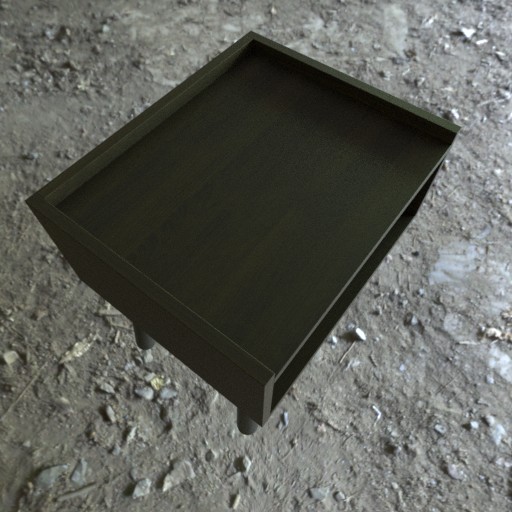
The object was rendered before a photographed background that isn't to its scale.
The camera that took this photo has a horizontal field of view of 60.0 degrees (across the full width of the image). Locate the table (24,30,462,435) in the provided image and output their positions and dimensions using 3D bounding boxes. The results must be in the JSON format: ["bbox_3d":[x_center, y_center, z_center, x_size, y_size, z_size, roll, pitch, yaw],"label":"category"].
[{"bbox_3d":[0.000,0.000,0.777,0.370,0.470,0.450,33,64,19],"label":"table"}]
